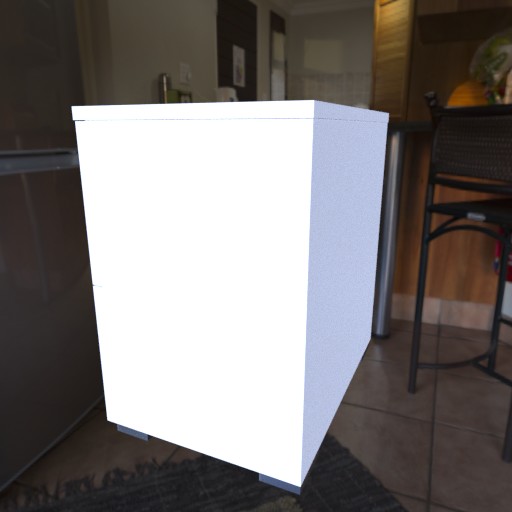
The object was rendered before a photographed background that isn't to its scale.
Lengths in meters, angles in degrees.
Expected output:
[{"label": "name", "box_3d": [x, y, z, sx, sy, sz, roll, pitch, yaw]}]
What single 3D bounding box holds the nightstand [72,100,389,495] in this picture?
[{"label": "nightstand", "box_3d": [0.000, 0.000, 0.738, 0.325, 0.460, 0.441, 7, 18, 24]}]
